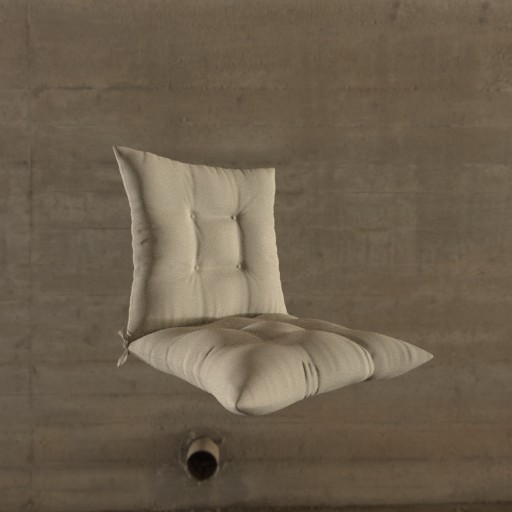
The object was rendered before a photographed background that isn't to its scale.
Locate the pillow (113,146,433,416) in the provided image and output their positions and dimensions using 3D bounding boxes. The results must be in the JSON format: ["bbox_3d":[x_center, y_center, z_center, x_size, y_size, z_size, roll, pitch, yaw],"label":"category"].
[{"bbox_3d":[0.000,0.000,1.020,0.541,0.536,0.585,0,1,-36],"label":"pillow"}]
